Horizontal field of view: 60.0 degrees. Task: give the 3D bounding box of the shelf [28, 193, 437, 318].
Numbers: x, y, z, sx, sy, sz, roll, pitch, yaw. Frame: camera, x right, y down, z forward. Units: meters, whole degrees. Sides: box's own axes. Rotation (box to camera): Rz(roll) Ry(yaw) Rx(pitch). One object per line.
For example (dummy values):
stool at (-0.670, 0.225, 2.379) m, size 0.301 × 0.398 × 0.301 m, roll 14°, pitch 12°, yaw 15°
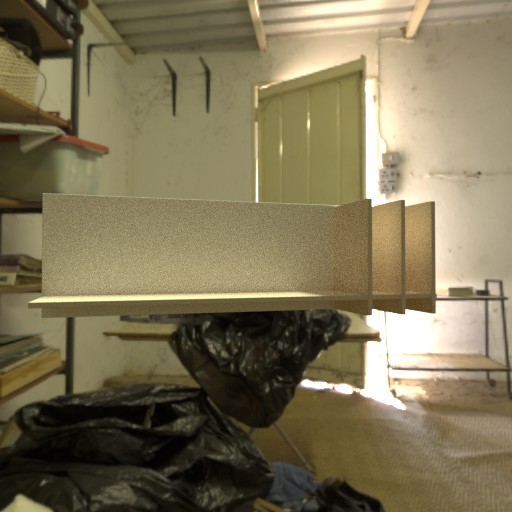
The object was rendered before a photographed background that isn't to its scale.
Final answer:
shelf at (0.000, 0.000, 1.125) m, size 1.020 × 0.300 × 0.200 m, roll 0°, pitch -1°, yaw -16°
